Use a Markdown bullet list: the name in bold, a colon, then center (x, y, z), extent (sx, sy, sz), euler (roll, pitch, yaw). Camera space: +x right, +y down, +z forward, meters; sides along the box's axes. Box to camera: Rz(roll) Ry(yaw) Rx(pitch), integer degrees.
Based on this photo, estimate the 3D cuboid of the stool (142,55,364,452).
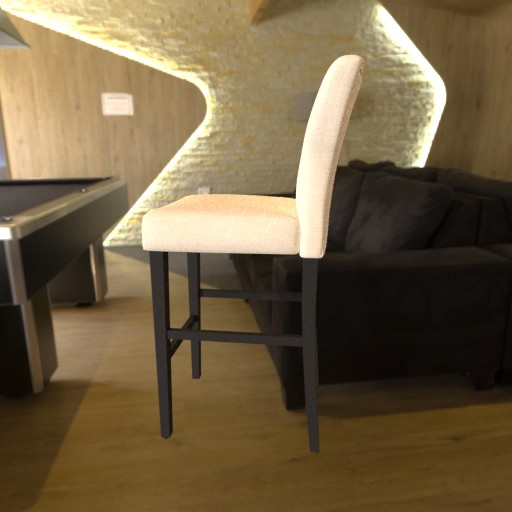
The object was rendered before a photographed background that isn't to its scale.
- **stool**: center (0.000, 0.000, 1.438), extent (0.603, 1.124, 0.516), euler (2, 14, 7)
